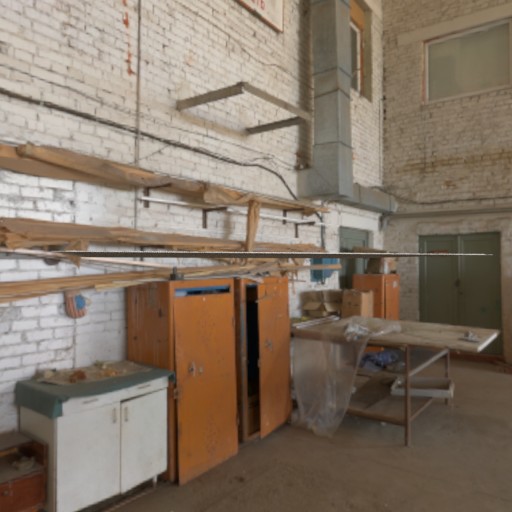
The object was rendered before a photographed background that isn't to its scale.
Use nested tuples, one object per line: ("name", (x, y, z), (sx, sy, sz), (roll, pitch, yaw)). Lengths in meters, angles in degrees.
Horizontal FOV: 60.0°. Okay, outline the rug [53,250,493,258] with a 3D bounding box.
("rug", (0.000, 0.000, 2.115), (1.634, 0.003, 1.190), (0, -1, -17))
